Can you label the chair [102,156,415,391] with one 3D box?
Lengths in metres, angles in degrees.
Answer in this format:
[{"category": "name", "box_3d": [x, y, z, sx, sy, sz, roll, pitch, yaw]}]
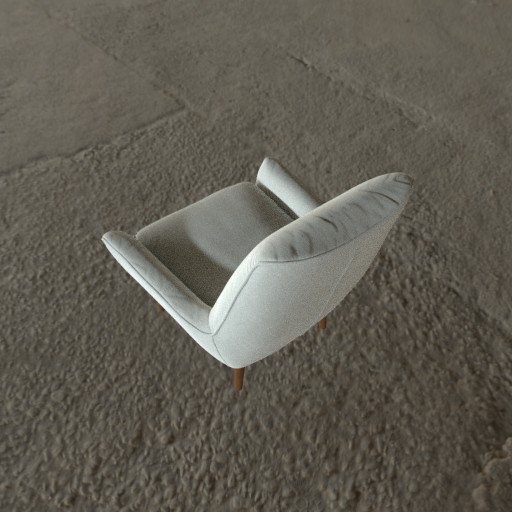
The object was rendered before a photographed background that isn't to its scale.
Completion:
[{"category": "chair", "box_3d": [0.000, 0.000, 1.541, 0.787, 0.888, 0.822, -30, 54, -25]}]
